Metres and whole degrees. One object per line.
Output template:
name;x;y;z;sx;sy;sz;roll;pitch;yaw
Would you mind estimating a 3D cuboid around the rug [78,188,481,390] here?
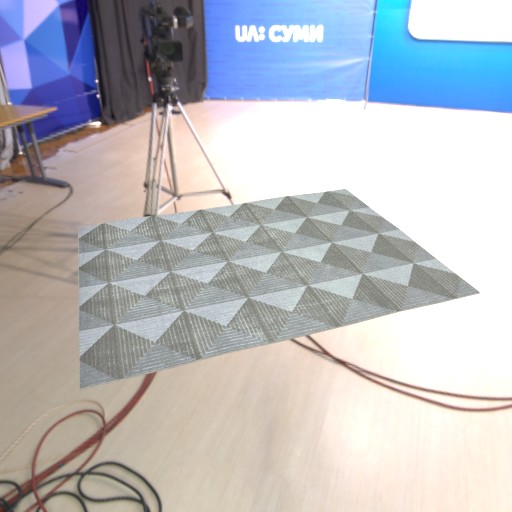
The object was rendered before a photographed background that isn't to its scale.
rug;0.000;0.000;4.392;3.333;0.027;2.428;-10;33;-16
